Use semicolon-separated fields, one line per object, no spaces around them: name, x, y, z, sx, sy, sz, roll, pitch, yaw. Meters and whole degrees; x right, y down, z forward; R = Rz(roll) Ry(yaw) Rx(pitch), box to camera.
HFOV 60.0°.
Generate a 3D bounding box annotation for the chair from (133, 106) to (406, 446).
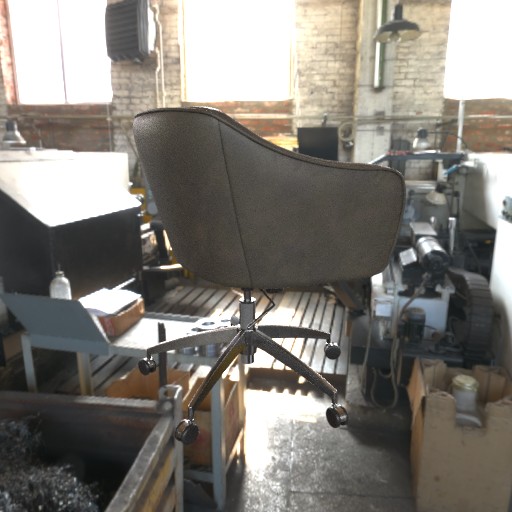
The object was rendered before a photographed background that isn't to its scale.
chair;0.000;0.000;1.356;0.689;0.827;0.713;-8;15;-29
